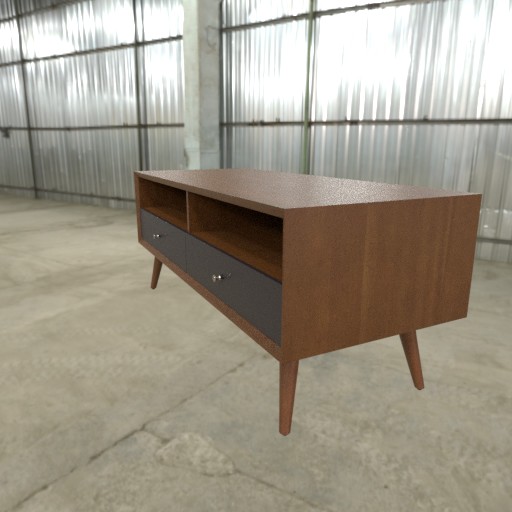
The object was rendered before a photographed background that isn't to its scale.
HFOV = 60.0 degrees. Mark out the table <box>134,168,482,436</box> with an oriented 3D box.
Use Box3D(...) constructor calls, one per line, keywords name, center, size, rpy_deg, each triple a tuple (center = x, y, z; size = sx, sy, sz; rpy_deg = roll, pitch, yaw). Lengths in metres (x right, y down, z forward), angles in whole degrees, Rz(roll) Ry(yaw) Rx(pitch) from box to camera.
Box3D(name="table", center=(0.000, 0.000, 1.358), size=(0.490, 0.464, 1.119), rpy_deg=(-7, 16, -26))
